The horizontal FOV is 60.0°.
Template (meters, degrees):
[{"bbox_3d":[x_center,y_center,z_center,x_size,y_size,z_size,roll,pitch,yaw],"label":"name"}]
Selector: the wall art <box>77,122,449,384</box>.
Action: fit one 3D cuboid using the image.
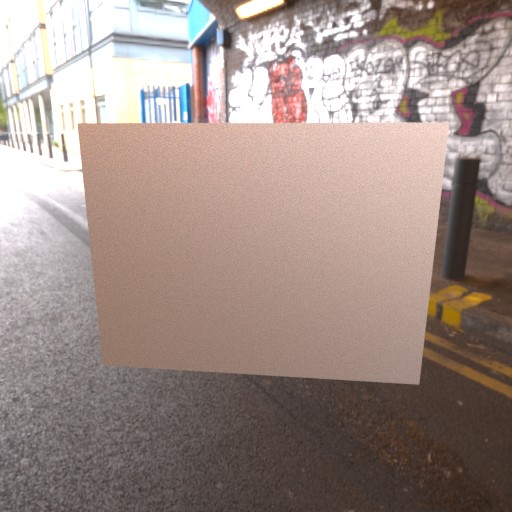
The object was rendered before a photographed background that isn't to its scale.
[{"bbox_3d":[0.000,0.000,1.394,1.056,0.801,0.066,2,16,6],"label":"wall art"}]
